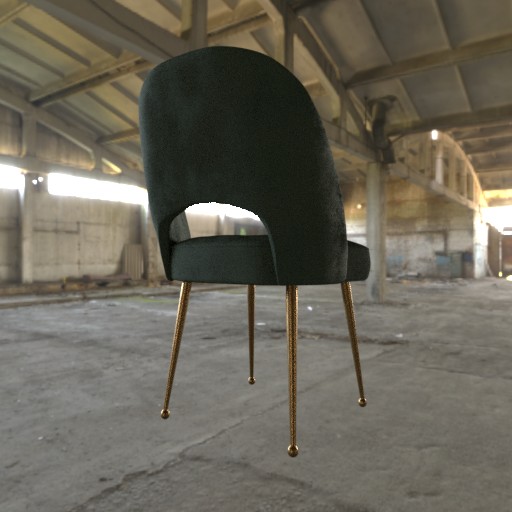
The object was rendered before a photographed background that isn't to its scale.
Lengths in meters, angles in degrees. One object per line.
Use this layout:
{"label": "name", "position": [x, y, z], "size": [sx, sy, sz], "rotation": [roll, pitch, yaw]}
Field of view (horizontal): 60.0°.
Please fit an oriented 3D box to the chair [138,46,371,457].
{"label": "chair", "position": [0.000, 0.000, 1.180], "size": [0.527, 0.860, 0.577], "rotation": [0, 0, 35]}
